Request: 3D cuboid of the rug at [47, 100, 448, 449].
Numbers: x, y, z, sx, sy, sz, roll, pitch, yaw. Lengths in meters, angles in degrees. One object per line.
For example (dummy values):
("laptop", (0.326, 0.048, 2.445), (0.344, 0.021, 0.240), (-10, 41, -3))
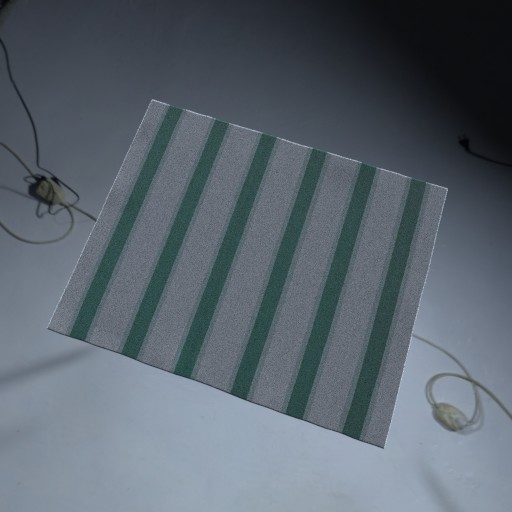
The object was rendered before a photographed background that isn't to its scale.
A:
("rug", (0.000, 0.000, 4.045), (3.041, 0.019, 2.434), (18, 76, 5))
